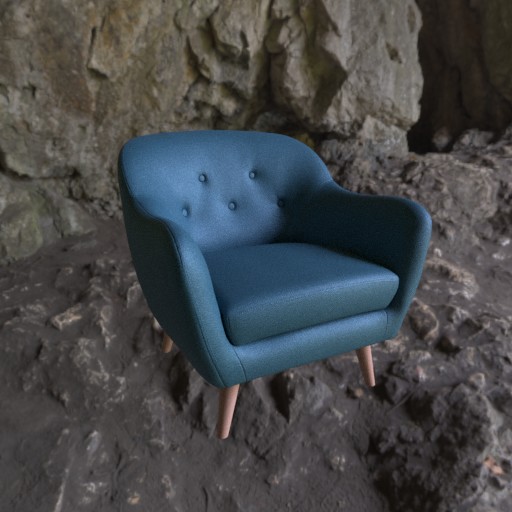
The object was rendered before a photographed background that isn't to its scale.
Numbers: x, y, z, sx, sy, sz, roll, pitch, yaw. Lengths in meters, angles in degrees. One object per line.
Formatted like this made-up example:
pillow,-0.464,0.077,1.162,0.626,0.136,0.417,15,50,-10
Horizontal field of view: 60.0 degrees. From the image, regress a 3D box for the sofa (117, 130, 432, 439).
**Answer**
sofa,0.000,0.000,1.526,0.836,0.817,0.825,-9,19,-27
